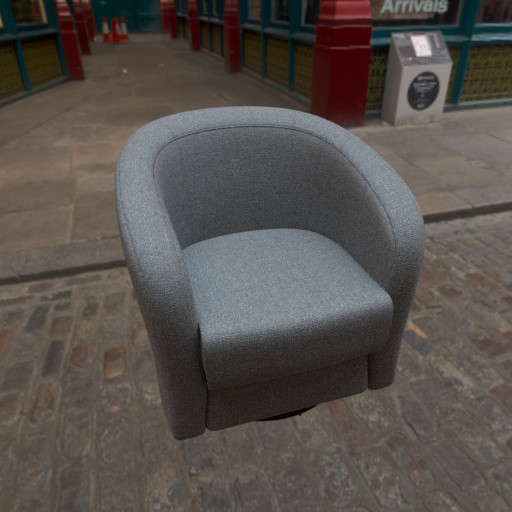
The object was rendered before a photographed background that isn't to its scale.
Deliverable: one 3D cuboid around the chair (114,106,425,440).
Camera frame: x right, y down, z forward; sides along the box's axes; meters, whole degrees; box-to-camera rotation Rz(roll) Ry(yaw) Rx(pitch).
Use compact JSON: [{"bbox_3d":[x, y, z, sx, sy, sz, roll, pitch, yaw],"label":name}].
[{"bbox_3d":[0.000,0.000,1.413,0.791,0.771,0.815,-9,32,-15],"label":"chair"}]
